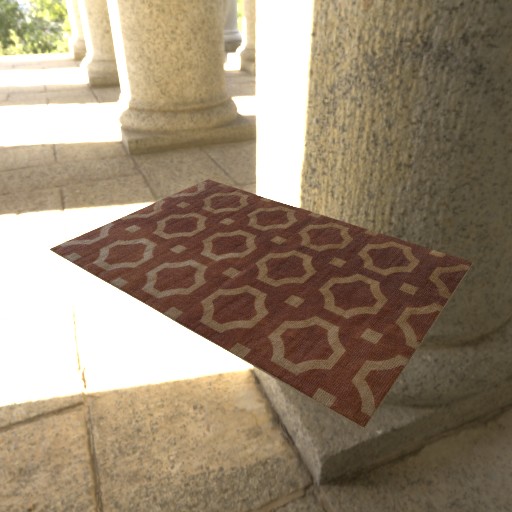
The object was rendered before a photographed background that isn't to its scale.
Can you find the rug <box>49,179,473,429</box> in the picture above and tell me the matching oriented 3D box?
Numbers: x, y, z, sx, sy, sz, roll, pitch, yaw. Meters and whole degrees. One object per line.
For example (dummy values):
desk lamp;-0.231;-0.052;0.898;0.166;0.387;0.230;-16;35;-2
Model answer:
rug;0.000;0.000;2.877;2.286;0.016;1.555;22;38;31
